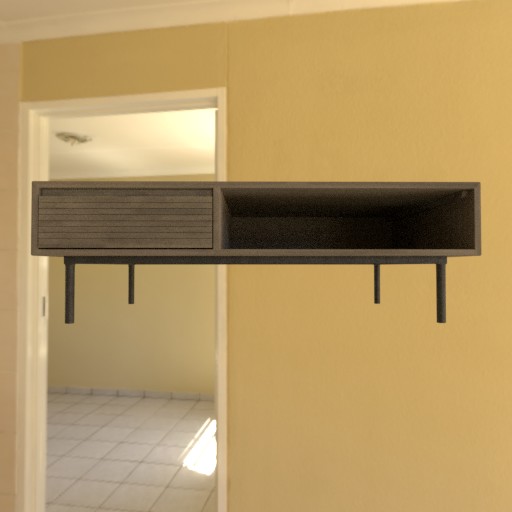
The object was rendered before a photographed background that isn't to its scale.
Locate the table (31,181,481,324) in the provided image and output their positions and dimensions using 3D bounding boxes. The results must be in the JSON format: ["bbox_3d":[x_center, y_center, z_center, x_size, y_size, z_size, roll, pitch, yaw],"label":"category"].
[{"bbox_3d":[0.000,0.000,1.387,1.088,0.347,0.643,0,-1,-1],"label":"table"}]
